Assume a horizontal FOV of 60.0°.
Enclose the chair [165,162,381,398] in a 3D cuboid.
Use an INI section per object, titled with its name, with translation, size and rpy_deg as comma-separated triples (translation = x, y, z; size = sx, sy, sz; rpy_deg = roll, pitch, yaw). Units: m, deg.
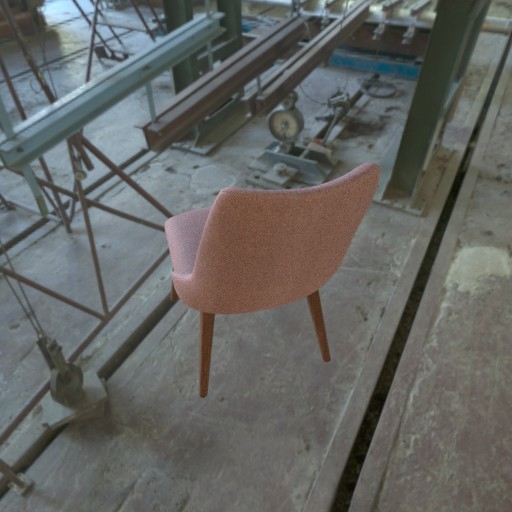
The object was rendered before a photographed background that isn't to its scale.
[chair]
translation = 0.000, 0.000, 1.353
size = 0.535, 0.918, 0.707
rpy_deg = -12, 43, -13
